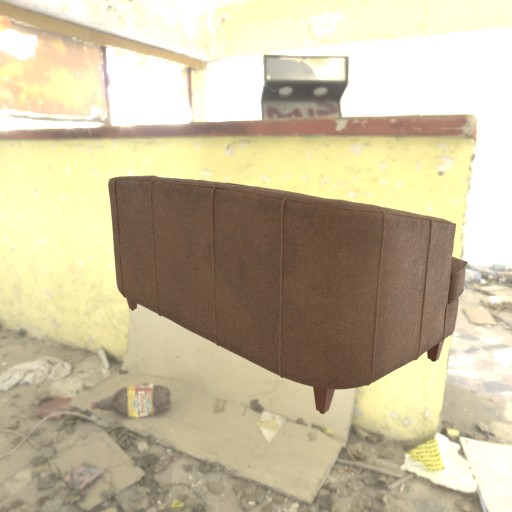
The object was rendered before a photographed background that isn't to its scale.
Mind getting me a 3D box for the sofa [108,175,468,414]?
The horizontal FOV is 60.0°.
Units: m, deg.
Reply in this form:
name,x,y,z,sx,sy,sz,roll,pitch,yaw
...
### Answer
name,x,y,z,sx,sy,sz,roll,pitch,yaw
sofa,0.000,0.000,2.241,0.917,0.799,1.767,-13,19,-42
